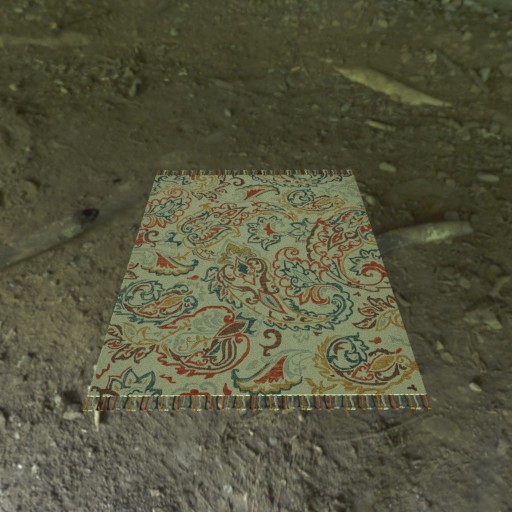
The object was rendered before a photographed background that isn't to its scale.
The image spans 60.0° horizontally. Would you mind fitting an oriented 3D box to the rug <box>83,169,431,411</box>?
[{"bbox_3d":[0.000,0.000,4.331,2.439,0.015,3.274,0,41,0],"label":"rug"}]
